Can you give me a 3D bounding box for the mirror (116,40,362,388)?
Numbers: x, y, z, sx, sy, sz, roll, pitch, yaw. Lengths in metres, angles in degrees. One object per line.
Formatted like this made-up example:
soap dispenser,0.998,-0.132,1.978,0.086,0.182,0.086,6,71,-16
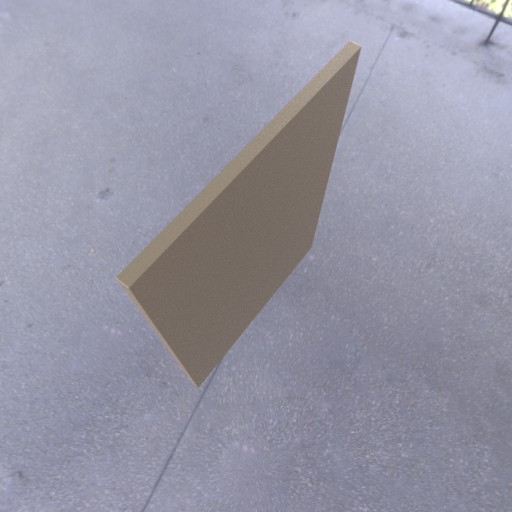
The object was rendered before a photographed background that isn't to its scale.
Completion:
mirror,0.000,0.000,1.354,0.032,1.023,0.756,35,69,15
